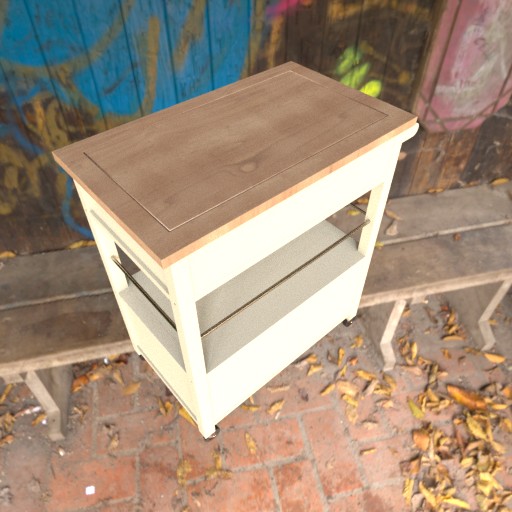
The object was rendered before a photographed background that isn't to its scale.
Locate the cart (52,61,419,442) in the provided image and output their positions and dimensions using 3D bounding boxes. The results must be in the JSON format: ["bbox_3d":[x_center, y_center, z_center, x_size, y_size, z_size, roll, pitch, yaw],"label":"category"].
[{"bbox_3d":[0.000,0.000,1.405,0.840,0.901,0.459,-32,54,-27],"label":"cart"}]
